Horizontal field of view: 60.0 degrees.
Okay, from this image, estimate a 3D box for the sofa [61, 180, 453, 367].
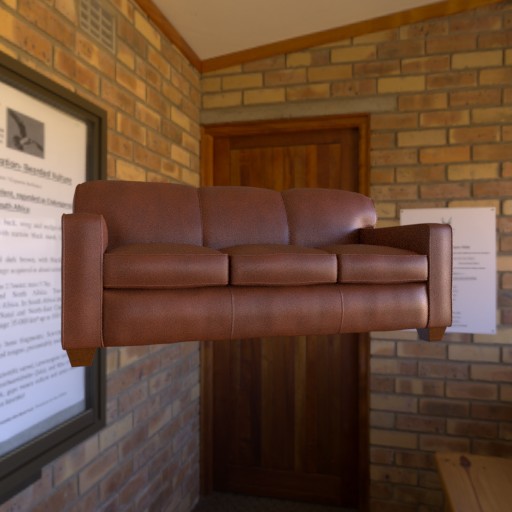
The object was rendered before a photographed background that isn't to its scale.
[{"bbox_3d":[0.000,0.000,2.584,2.039,0.953,1.008,0,0,-18],"label":"sofa"}]
